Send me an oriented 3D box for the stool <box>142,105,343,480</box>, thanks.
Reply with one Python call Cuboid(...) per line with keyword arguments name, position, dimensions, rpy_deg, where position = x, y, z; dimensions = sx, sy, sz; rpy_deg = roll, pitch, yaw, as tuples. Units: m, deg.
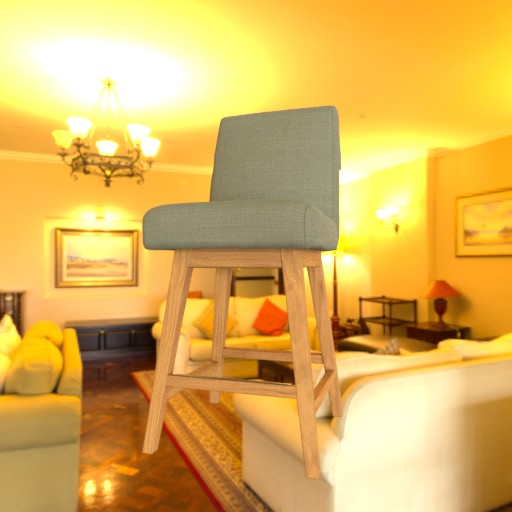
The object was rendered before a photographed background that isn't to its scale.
Cuboid(name="stool", position=(0.000, 0.000, 1.311), dimensions=(0.459, 1.019, 0.570), rpy_deg=(0, -1, 18))
